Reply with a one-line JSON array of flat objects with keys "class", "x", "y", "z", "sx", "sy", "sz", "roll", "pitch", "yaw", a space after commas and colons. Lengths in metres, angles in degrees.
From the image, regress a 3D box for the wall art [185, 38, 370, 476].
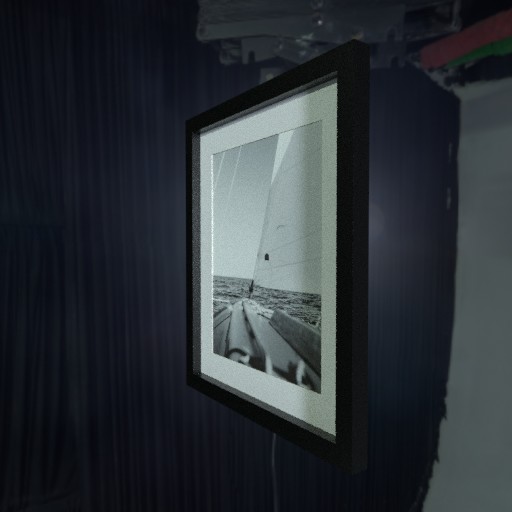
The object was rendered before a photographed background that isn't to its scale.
[{"class": "wall art", "x": 0.000, "y": 0.000, "z": 0.761, "sx": 0.031, "sy": 0.558, "sz": 0.461, "roll": -1, "pitch": 2, "yaw": -36}]
